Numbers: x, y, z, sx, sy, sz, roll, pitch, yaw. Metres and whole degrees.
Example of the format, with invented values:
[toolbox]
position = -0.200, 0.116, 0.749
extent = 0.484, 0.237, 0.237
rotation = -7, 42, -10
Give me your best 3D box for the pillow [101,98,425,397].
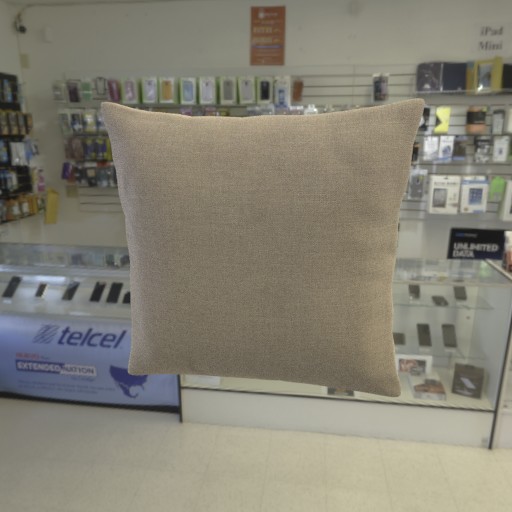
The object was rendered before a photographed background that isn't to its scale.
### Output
[pillow]
position = 0.000, 0.000, 0.767
extent = 0.523, 0.510, 0.166
rotation = 3, 15, 10
